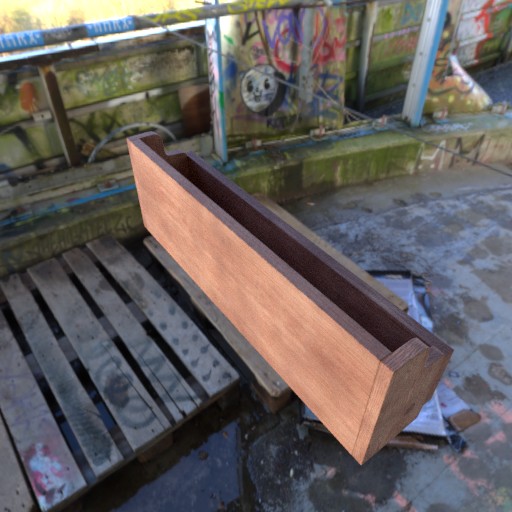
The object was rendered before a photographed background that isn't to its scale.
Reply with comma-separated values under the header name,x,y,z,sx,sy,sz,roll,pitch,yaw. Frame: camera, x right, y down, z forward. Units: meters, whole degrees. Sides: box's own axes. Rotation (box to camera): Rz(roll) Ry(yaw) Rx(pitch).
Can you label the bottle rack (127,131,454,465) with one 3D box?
name,x,y,z,sx,sy,sz,roll,pitch,yaw
bottle rack,0.000,0.000,0.696,0.126,0.196,0.608,-26,47,-27
